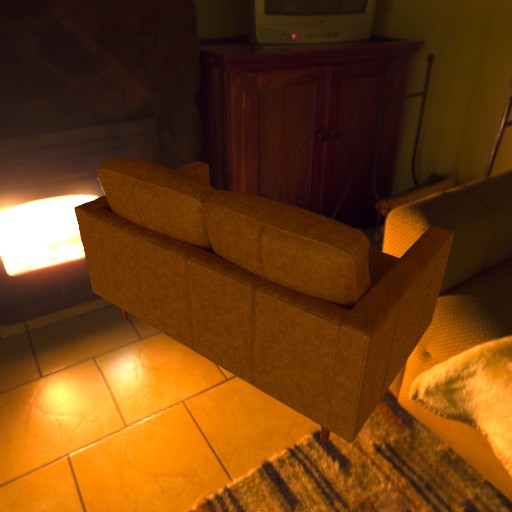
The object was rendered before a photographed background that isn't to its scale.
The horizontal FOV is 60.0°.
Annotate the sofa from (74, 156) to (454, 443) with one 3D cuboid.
[{"bbox_3d":[0.000,0.000,2.185,1.578,0.951,0.909,21,37,32],"label":"sofa"}]
